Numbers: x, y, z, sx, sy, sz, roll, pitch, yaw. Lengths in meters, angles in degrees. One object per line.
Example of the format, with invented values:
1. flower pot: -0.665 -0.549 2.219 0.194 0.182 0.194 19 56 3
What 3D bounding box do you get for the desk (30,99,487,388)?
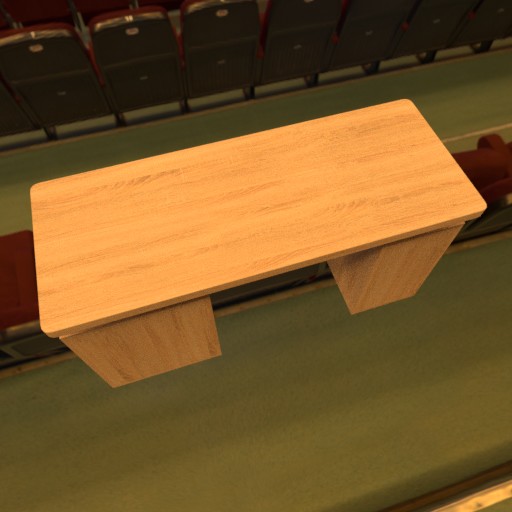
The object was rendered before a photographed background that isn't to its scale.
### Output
1. desk: 0.000 0.000 1.770 1.400 0.760 0.550 -15 61 -9
